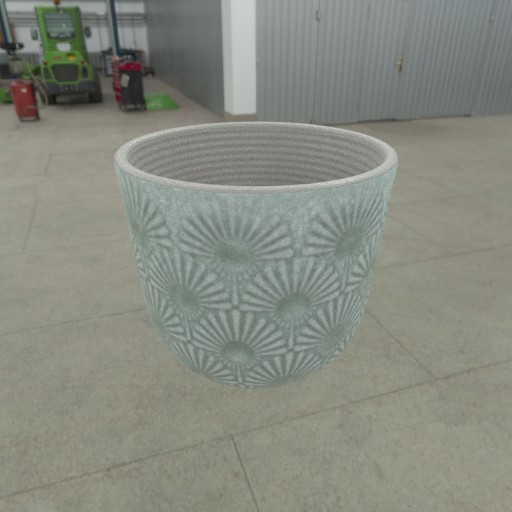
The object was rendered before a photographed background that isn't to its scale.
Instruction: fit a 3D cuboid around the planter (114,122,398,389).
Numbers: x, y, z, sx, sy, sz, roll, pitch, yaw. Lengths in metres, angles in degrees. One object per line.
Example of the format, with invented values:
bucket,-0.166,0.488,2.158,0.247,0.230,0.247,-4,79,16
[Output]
planter,0.000,0.000,0.308,0.170,0.152,0.170,0,27,0
